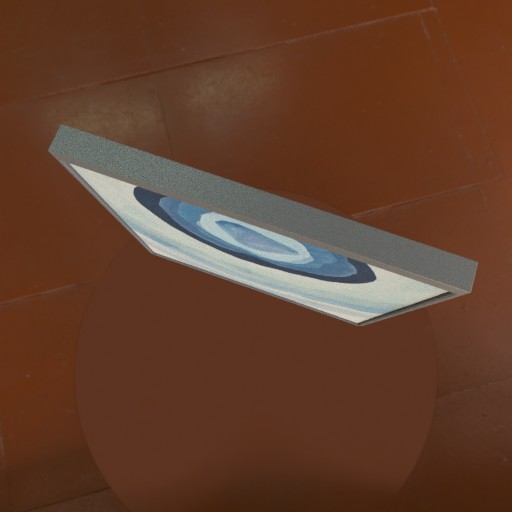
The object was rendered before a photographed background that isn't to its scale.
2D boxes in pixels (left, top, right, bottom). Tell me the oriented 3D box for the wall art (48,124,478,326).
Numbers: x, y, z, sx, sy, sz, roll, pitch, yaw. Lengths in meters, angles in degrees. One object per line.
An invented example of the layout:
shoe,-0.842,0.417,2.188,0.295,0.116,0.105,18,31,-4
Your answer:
wall art,0.000,0.000,0.517,0.349,0.349,0.028,19,78,4
